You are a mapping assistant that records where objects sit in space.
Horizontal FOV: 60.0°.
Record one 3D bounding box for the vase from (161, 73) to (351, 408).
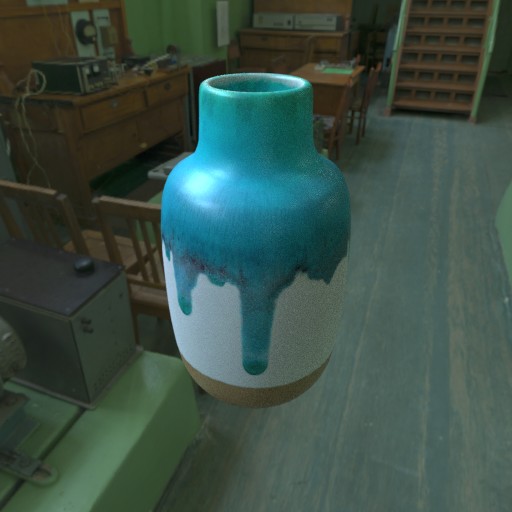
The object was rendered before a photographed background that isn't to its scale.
[{"bbox_3d":[0.000,0.000,0.258,0.106,0.192,0.106,0,32,0],"label":"vase"}]
